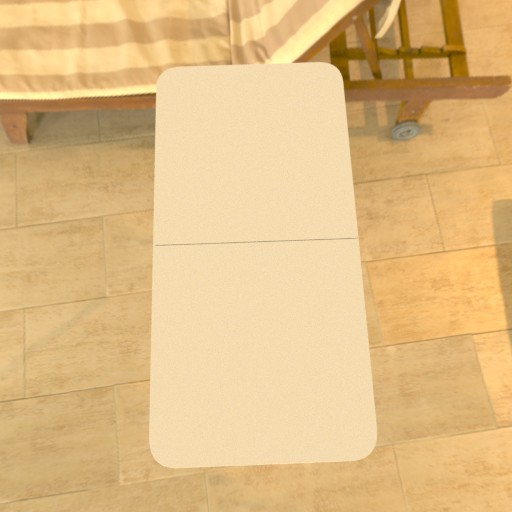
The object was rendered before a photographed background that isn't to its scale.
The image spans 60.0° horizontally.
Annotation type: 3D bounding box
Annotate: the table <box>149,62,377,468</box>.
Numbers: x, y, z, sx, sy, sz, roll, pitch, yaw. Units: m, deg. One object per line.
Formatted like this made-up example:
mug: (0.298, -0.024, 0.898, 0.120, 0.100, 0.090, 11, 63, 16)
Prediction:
table: (0.000, 0.000, 1.459, 0.600, 0.340, 1.200, -2, 76, -1)
